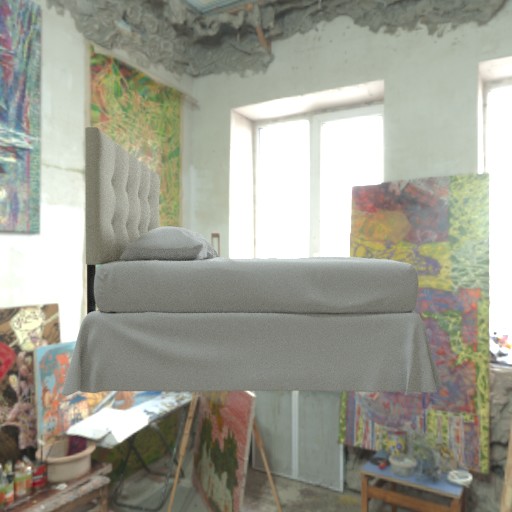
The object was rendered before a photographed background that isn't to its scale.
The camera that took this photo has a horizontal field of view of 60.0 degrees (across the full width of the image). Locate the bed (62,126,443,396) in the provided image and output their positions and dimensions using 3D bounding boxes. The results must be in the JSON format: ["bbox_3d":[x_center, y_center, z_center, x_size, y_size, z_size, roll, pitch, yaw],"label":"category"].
[{"bbox_3d":[0.000,0.000,3.462,2.222,1.577,1.936,0,0,0],"label":"bed"}]
